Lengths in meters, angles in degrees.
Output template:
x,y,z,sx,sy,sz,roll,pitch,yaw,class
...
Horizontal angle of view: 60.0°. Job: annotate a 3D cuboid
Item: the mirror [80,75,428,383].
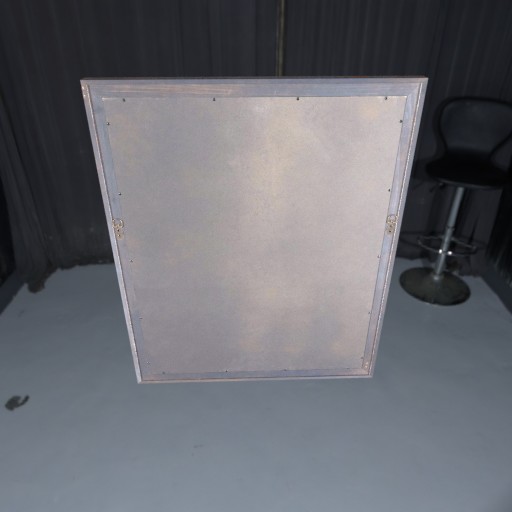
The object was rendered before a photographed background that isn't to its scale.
x,y,z,sx,sy,sz,roll,pitch,yaw,class
0.000,0.000,1.168,0.730,0.882,0.032,-1,31,-2,mirror
